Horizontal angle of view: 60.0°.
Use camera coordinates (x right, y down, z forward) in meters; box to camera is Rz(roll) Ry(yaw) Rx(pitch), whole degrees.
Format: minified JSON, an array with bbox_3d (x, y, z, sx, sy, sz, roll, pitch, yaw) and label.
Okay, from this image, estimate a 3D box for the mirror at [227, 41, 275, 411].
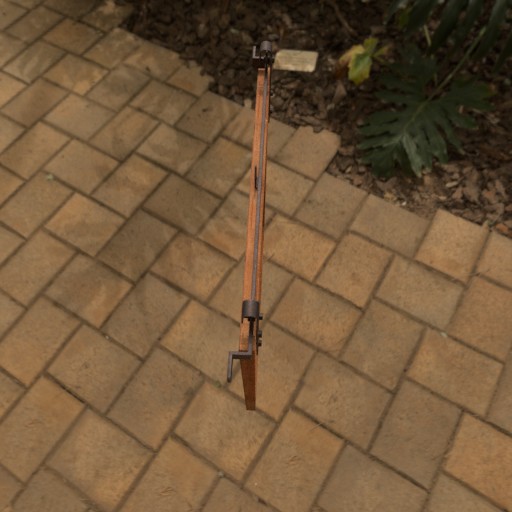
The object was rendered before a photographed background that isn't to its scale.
[{"bbox_3d":[0.000,0.000,1.206,0.054,0.800,0.805,3,63,1],"label":"mirror"}]
